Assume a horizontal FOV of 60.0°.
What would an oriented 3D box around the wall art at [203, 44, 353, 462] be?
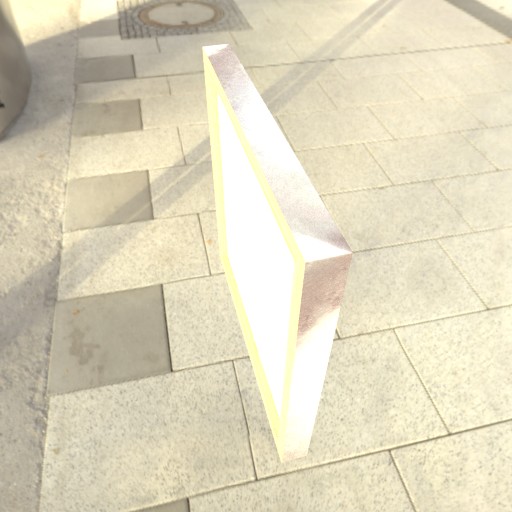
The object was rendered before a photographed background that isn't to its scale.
[{"bbox_3d":[0.000,0.000,0.451,0.028,0.303,0.303,-11,47,-10],"label":"wall art"}]
